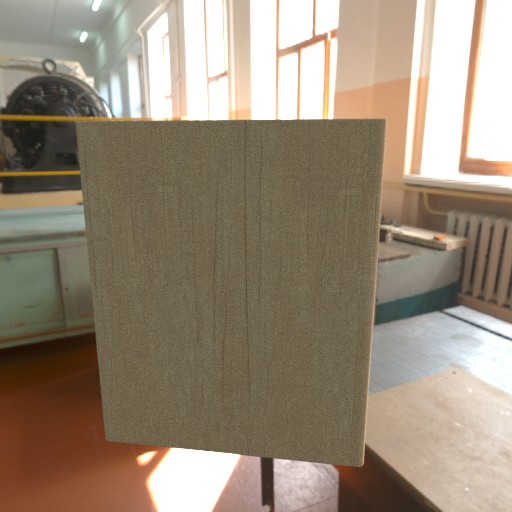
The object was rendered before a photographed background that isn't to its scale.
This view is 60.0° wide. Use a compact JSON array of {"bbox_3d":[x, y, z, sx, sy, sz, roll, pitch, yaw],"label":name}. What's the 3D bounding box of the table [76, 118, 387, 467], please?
[{"bbox_3d":[0.000,0.000,0.917,0.420,0.510,0.570,2,14,8],"label":"table"}]
